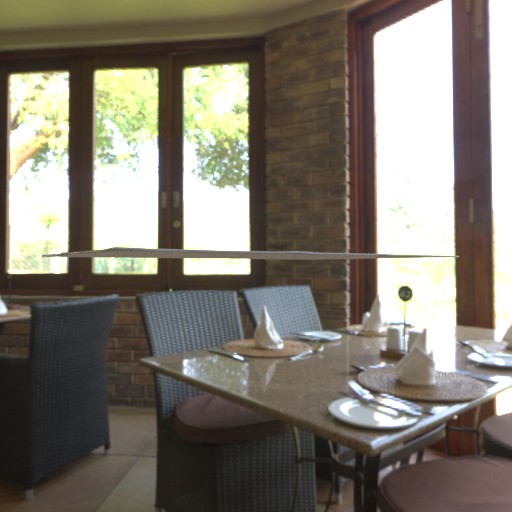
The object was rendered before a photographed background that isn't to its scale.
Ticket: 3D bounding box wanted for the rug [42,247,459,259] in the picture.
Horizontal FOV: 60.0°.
[{"bbox_3d":[0.000,0.000,3.072,2.460,0.016,1.545,1,-2,-35],"label":"rug"}]
